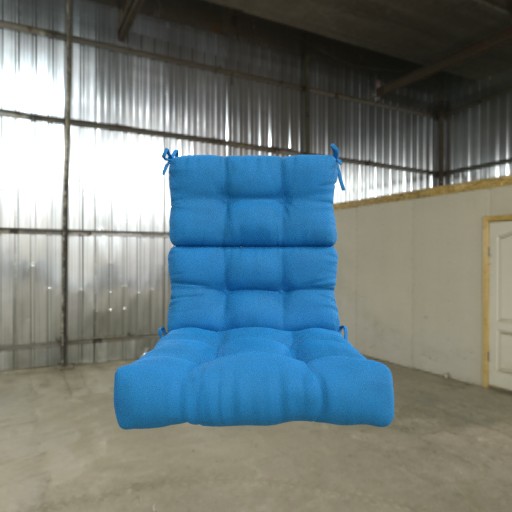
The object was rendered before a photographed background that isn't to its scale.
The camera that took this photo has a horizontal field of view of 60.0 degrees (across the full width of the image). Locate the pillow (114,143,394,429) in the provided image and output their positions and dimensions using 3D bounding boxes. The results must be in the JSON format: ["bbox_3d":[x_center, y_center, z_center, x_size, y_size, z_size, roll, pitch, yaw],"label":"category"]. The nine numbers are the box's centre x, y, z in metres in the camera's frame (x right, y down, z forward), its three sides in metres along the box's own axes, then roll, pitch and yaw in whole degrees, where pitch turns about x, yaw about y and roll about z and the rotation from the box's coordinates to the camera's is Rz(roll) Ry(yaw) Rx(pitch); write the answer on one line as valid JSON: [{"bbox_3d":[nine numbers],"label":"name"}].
[{"bbox_3d":[0.000,0.000,1.005,0.519,0.605,0.571,0,1,0],"label":"pillow"}]
